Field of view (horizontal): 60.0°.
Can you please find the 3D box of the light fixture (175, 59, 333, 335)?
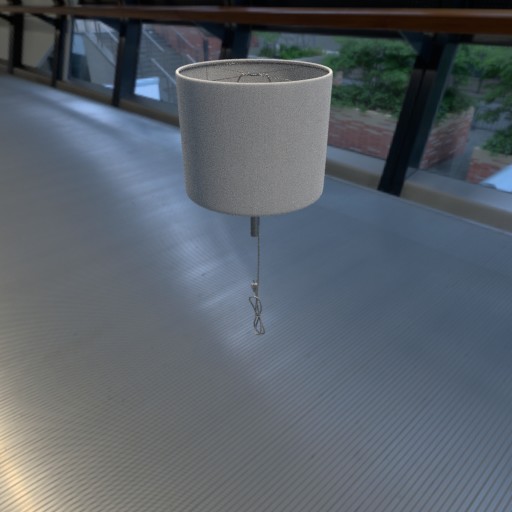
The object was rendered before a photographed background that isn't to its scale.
[{"bbox_3d":[0.000,0.000,1.032,0.253,0.842,0.479,1,31,1],"label":"light fixture"}]
